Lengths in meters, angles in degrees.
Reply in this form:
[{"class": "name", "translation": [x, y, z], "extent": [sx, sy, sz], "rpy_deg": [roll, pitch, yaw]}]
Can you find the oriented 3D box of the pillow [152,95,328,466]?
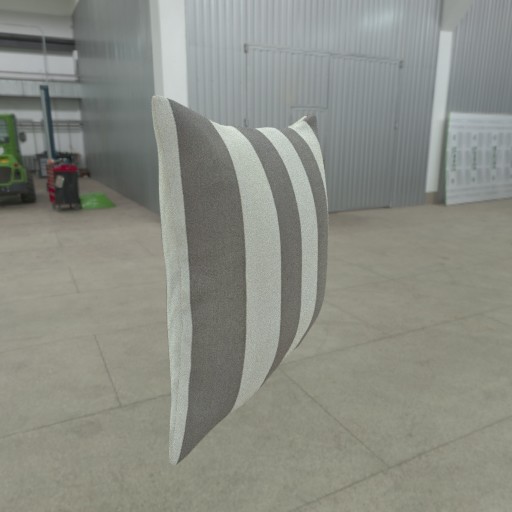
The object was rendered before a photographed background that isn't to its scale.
[{"class": "pillow", "translation": [0.000, 0.000, 0.790], "extent": [0.192, 0.507, 0.522], "rpy_deg": [8, 17, 27]}]
